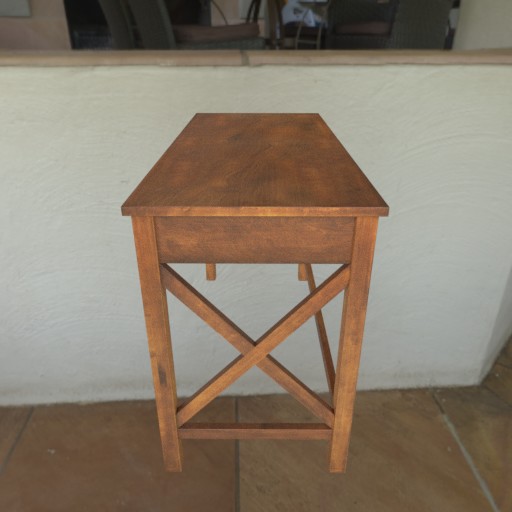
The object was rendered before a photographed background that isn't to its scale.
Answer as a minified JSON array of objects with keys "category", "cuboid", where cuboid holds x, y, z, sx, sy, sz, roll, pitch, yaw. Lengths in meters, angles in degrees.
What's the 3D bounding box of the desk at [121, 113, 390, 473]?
[{"category":"desk","cuboid":[0.000,0.000,1.500,0.508,0.762,1.117,0,26,0]}]
